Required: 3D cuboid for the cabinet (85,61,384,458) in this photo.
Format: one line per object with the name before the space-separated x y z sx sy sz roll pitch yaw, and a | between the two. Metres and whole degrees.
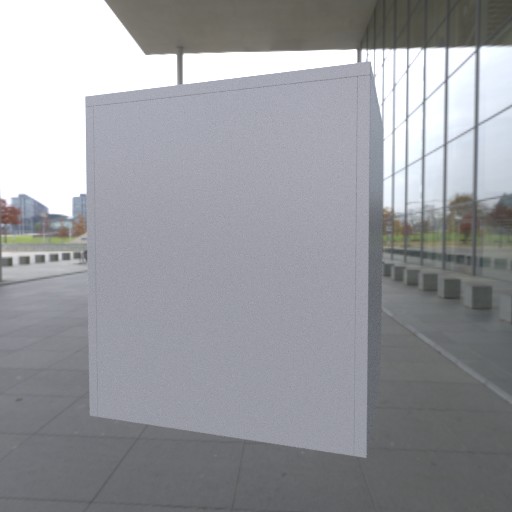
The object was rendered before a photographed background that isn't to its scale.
cabinet | 0.000 0.000 0.756 0.400 0.470 0.360 1 2 18
